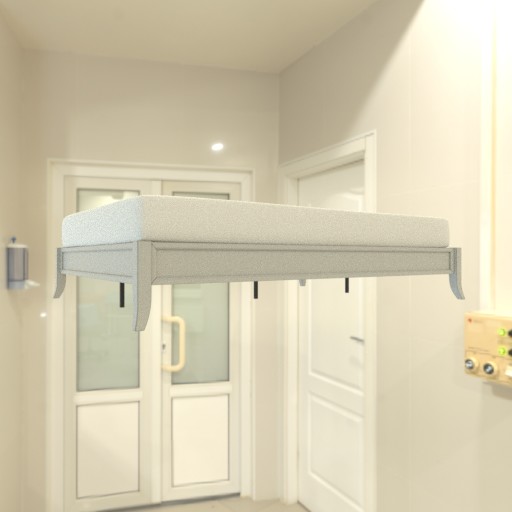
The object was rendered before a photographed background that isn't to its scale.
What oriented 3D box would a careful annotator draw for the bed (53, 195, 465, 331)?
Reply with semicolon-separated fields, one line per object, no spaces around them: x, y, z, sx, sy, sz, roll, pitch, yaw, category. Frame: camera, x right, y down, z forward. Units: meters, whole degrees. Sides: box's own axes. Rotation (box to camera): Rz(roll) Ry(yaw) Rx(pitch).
0.000;0.000;2.643;1.985;0.510;1.460;0;0;-35;bed
